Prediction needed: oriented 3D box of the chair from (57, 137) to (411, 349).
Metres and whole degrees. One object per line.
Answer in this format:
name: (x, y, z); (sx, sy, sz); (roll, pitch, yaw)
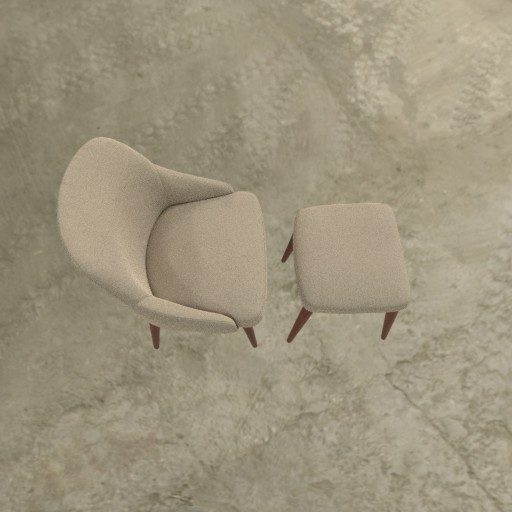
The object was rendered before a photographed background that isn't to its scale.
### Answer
chair: (0.000, 0.000, 1.634); (1.114, 0.866, 0.584); (-2, 62, -1)
